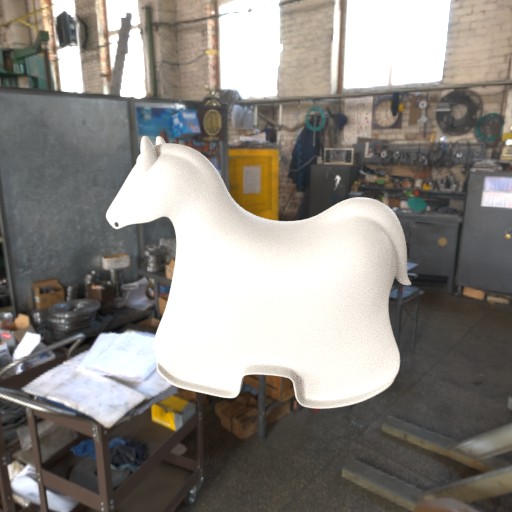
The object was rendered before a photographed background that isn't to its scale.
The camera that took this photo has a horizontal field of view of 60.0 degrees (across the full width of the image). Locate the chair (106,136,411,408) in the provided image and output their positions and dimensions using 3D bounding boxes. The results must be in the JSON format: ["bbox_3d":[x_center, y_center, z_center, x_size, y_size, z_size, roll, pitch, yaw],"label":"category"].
[{"bbox_3d":[0.000,0.000,1.170,0.800,0.612,0.429,2,15,8],"label":"chair"}]
